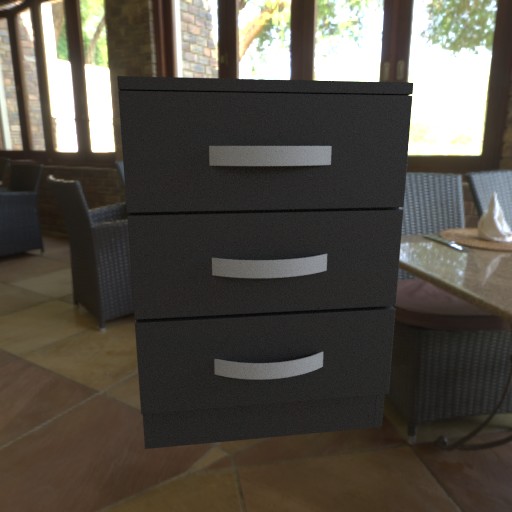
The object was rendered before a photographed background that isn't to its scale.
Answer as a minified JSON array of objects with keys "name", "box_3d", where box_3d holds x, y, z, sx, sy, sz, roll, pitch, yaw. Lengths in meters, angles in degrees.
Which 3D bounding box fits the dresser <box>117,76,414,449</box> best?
[{"name":"dresser","box_3d":[0.000,0.000,0.804,0.400,0.560,0.360,-2,14,-8]}]
